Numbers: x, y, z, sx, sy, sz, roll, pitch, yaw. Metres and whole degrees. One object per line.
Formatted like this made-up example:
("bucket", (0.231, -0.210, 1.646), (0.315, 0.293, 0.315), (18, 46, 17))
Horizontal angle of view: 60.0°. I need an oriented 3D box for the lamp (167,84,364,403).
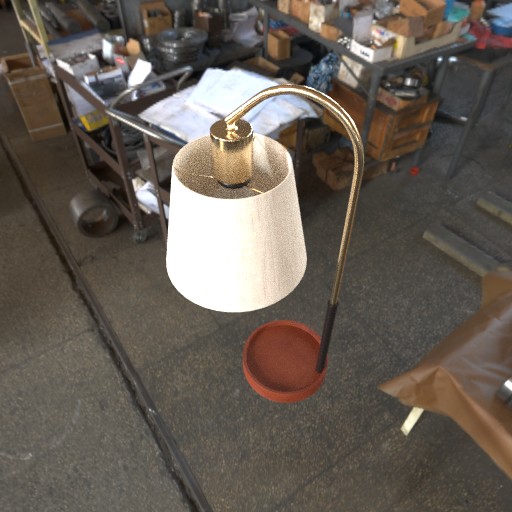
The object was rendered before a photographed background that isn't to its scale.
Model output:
("lamp", (0.000, 0.000, 0.654), (0.273, 0.536, 0.211), (17, 48, 15))
